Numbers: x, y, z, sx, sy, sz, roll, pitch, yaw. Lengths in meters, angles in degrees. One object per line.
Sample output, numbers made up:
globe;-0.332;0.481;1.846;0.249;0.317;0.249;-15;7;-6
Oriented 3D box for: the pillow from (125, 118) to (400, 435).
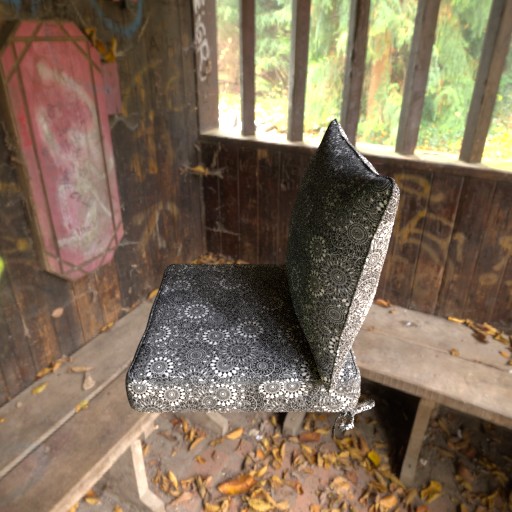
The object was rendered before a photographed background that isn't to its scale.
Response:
pillow;0.000;0.000;1.405;0.740;0.722;0.798;0;27;0
